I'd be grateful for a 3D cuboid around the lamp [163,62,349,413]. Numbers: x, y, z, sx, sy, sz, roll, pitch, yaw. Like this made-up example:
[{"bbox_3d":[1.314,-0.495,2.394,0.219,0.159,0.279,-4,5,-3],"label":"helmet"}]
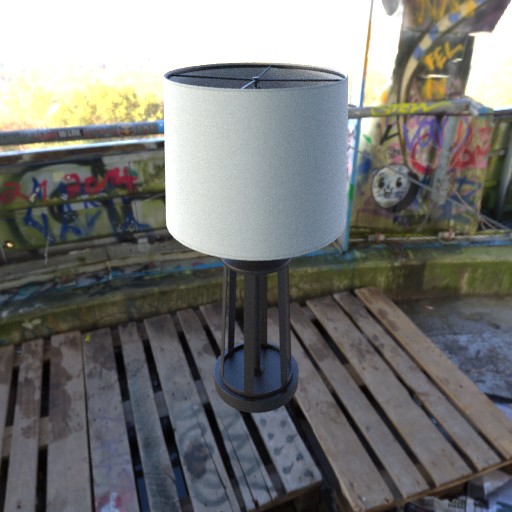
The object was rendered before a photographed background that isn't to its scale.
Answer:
[{"bbox_3d":[0.000,0.000,0.662,0.251,0.509,0.251,0,30,0],"label":"lamp"}]
